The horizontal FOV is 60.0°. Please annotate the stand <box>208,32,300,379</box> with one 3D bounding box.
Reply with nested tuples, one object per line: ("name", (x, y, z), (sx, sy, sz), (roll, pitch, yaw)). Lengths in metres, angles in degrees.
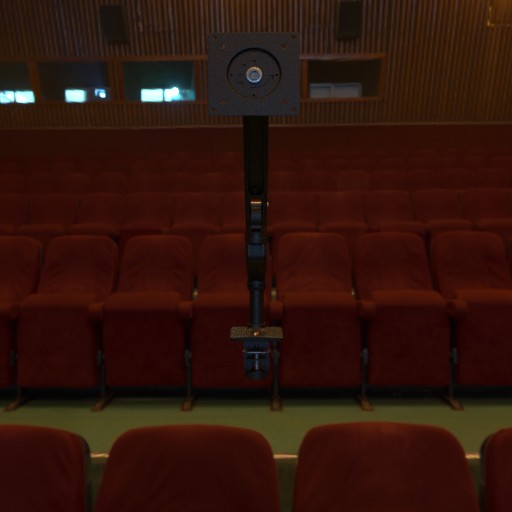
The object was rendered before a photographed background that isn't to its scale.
("stand", (0.000, 0.000, 1.033), (0.152, 0.713, 0.650), (0, 0, 0))
